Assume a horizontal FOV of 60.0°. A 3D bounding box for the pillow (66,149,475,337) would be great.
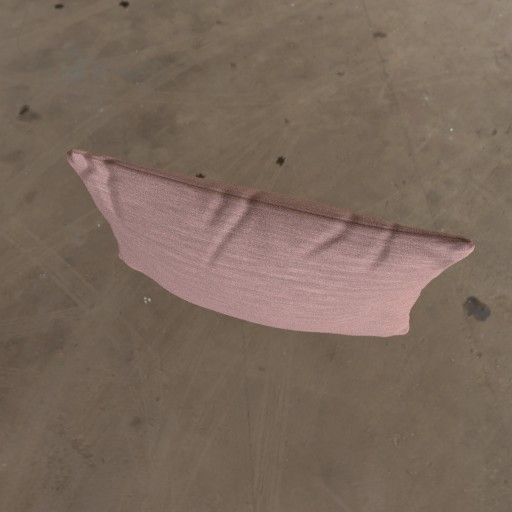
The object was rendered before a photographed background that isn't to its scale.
[{"bbox_3d":[0.000,0.000,0.795,0.633,0.338,0.210,14,61,8],"label":"pillow"}]
